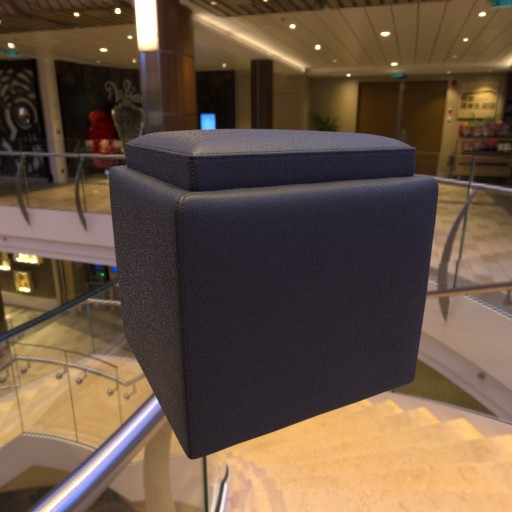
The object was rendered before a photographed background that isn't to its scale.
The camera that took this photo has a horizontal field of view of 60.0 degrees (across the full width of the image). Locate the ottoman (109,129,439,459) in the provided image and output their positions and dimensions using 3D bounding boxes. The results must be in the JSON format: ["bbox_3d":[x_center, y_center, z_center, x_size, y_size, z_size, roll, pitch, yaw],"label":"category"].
[{"bbox_3d":[0.000,0.000,0.836,0.450,0.460,0.451,-9,19,-26],"label":"ottoman"}]
